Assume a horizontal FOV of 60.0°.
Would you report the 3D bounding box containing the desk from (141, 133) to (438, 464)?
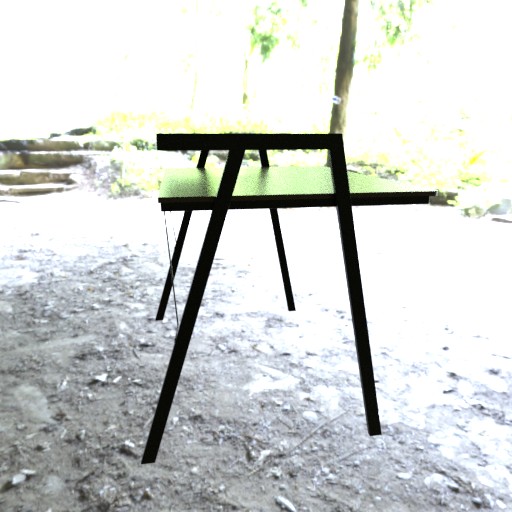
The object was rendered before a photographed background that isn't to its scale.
[{"bbox_3d":[0.000,0.000,1.875,0.936,0.998,1.143,-3,16,-10],"label":"desk"}]
